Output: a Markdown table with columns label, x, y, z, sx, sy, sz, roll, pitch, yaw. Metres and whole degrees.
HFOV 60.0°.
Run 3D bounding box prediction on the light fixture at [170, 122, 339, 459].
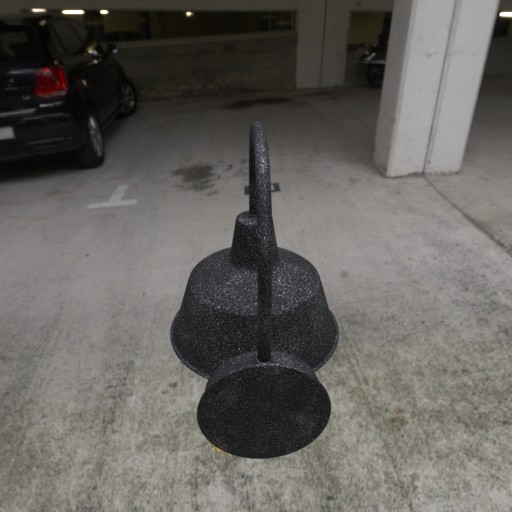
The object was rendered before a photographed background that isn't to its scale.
| label | x | y | z | sx | sy | sz | roll | pitch | yaw |
| --- | --- | --- | --- | --- | --- | --- | --- | --- | --- |
| light fixture | 0.000 | 0.000 | 0.485 | 0.216 | 0.300 | 0.283 | -2 | 29 | -3 |
